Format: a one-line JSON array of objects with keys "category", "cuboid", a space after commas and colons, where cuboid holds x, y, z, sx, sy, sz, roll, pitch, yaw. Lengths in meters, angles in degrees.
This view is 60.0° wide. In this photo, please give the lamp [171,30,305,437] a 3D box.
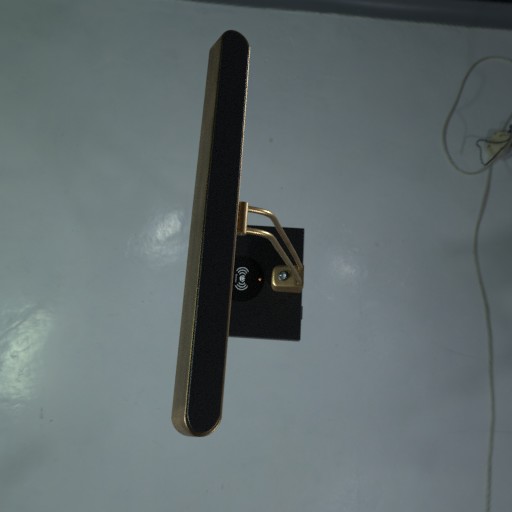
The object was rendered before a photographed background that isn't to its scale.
[{"category": "lamp", "cuboid": [0.000, 0.000, 0.579, 0.156, 0.345, 0.412, 4, 75, 1]}]
